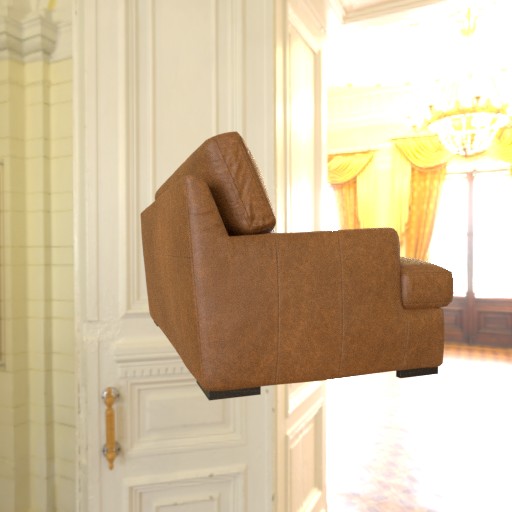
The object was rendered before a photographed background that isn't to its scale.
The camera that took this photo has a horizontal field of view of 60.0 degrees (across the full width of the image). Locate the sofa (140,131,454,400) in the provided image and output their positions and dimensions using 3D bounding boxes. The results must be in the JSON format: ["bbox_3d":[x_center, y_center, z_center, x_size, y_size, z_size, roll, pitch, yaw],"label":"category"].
[{"bbox_3d":[0.000,0.000,2.510,1.144,0.966,1.880,0,1,-19],"label":"sofa"}]
